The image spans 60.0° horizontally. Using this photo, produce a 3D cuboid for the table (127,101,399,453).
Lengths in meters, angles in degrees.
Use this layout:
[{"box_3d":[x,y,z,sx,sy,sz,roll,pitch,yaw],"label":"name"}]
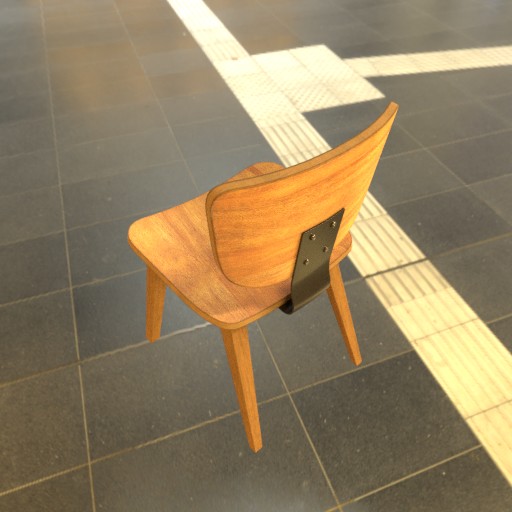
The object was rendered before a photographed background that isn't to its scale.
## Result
[{"box_3d":[0.000,0.000,1.092,0.499,0.805,0.500,-31,54,-26],"label":"table"}]
